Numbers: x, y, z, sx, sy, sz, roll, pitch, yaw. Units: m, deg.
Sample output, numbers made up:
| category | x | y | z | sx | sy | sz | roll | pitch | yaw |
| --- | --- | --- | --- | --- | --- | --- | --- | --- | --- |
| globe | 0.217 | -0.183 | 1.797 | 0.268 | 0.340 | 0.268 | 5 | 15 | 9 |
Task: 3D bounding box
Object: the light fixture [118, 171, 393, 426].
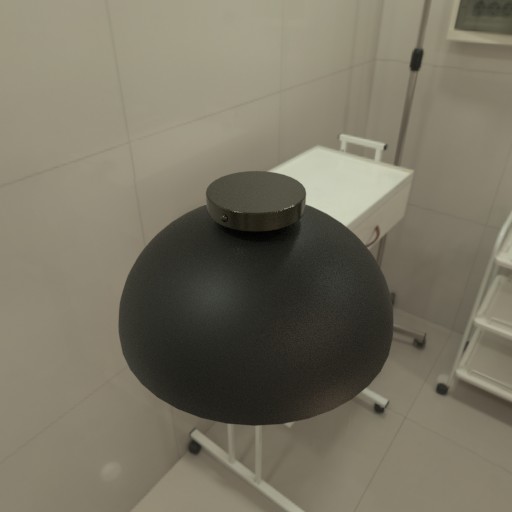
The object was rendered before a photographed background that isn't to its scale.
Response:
| category | x | y | z | sx | sy | sz | roll | pitch | yaw |
| --- | --- | --- | --- | --- | --- | --- | --- | --- | --- |
| light fixture | 0.000 | 0.000 | 0.547 | 0.355 | 0.177 | 0.355 | 0 | 33 | 0 |
